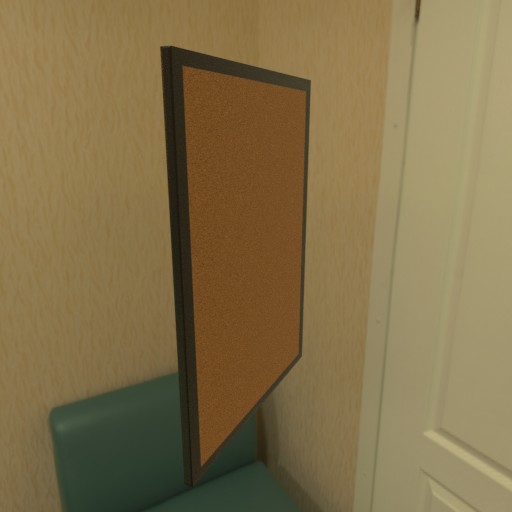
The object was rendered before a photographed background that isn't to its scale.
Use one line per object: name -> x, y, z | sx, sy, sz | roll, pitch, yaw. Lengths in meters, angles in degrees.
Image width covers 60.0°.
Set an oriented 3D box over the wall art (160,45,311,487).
wall art -> 0.000, 0.000, 0.835 | 0.016, 0.657, 0.480 | 8, 18, 26
